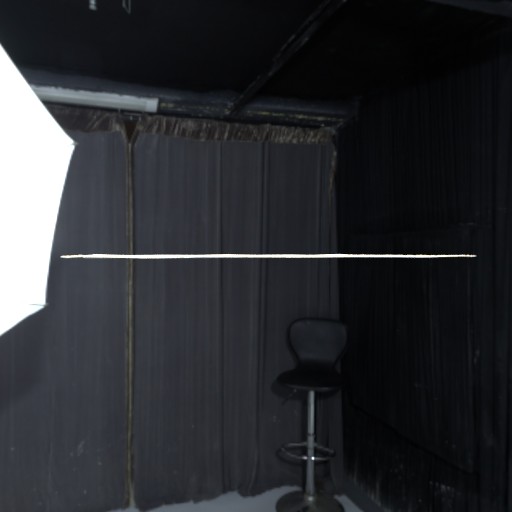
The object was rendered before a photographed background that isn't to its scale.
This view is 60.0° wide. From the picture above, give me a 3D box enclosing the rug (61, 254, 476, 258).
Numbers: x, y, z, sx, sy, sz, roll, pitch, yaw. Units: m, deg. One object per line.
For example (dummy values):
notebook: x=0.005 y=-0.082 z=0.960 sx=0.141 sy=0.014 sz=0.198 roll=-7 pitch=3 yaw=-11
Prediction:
rug: x=0.000 y=0.000 z=2.418 sx=1.861 sy=0.017 sz=1.218 roll=0 pitch=0 yaw=-19
